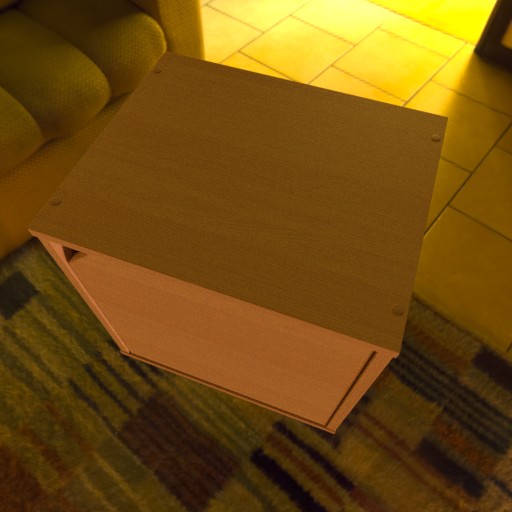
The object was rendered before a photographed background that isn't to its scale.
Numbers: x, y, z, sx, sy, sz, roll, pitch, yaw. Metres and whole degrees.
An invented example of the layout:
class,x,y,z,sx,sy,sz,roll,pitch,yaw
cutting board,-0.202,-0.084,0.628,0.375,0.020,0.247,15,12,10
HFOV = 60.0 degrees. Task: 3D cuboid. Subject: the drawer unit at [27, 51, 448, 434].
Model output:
class,x,y,z,sx,sy,sz,roll,pitch,yaw
drawer unit,0.000,0.000,0.599,0.349,0.344,0.290,17,60,11
